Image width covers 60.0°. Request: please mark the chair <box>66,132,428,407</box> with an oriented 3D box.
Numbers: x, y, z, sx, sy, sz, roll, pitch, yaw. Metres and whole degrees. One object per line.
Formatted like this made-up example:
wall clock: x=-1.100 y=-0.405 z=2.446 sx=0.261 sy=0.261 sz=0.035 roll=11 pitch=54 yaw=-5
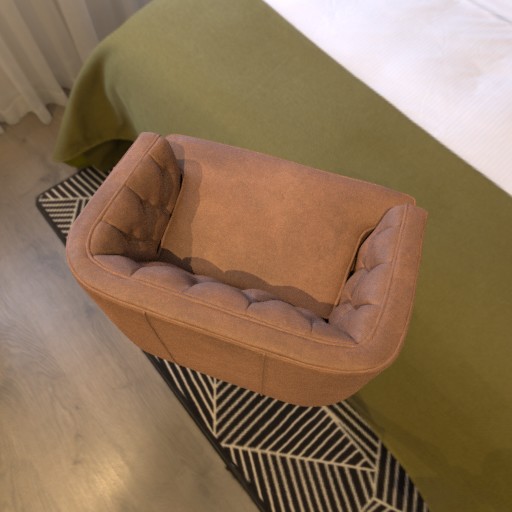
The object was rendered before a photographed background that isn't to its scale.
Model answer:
chair: x=0.000 y=0.000 z=1.728 sx=1.118 sy=0.787 sz=0.914 roll=17 pitch=65 yaw=8
